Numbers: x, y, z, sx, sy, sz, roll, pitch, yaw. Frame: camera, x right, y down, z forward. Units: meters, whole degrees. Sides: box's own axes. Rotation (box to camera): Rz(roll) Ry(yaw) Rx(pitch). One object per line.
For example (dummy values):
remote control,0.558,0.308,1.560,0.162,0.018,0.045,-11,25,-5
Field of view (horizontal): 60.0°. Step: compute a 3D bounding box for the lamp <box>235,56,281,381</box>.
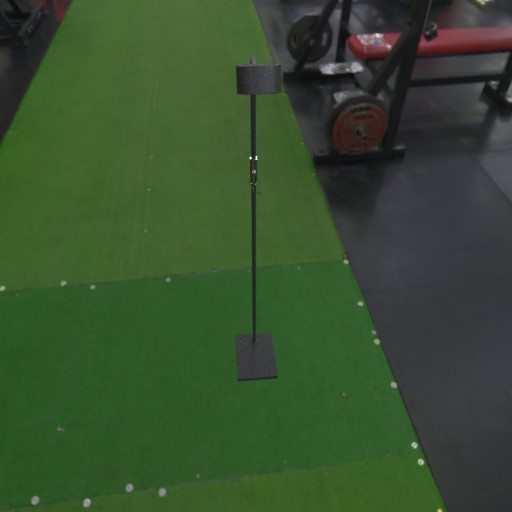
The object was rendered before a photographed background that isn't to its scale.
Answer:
lamp,0.000,0.000,1.742,0.203,1.600,0.304,-3,46,-3
